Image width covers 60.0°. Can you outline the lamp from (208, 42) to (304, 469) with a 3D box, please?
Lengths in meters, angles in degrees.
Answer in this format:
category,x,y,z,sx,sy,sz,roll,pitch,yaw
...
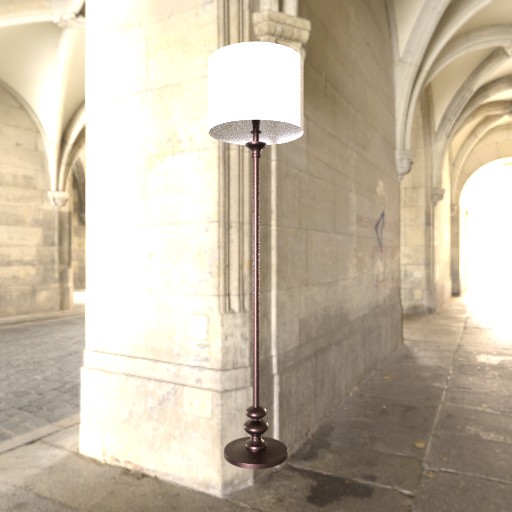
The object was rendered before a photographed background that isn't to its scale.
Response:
category,x,y,z,sx,sy,sz,roll,pitch,yaw
lamp,0.000,0.000,1.664,0.356,1.487,0.356,0,0,-18
